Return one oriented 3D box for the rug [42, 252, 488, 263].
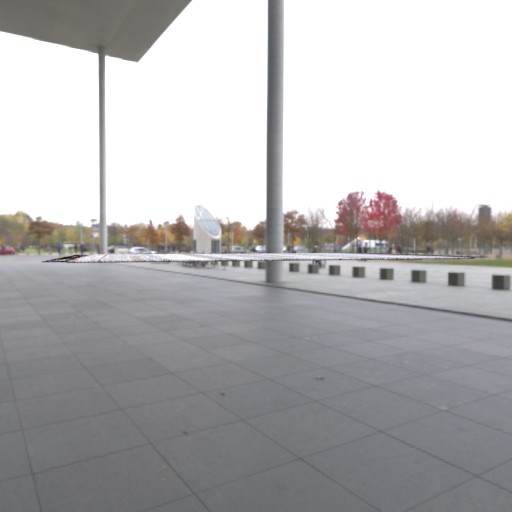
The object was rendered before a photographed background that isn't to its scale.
[{"bbox_3d":[0.000,0.000,2.274,1.848,0.012,1.217,0,1,-17],"label":"rug"}]
